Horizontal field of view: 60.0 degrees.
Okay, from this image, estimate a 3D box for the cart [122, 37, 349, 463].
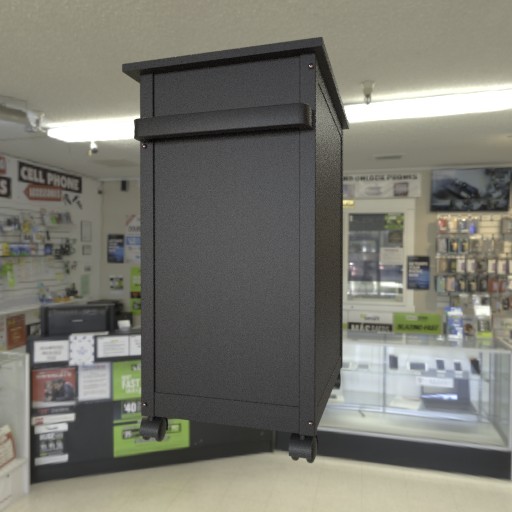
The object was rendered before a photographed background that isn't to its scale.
[{"bbox_3d":[0.000,0.000,1.242,0.456,0.879,0.660,0,1,17],"label":"cart"}]
